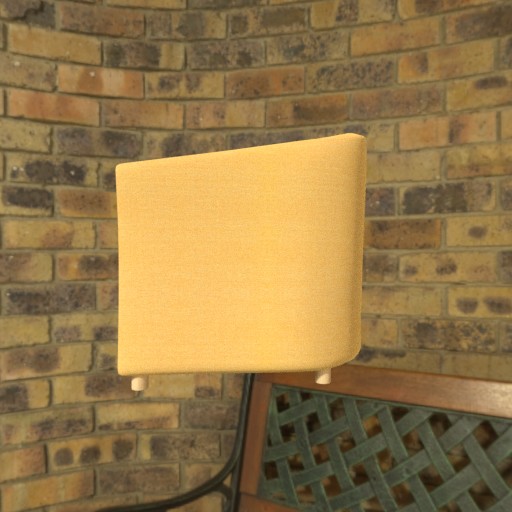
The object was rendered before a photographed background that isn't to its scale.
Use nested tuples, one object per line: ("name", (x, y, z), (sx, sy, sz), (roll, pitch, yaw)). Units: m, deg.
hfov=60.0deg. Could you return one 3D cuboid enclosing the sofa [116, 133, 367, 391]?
("sofa", (0.000, 0.000, 1.832), (0.705, 0.721, 1.452), (0, -1, 1))
